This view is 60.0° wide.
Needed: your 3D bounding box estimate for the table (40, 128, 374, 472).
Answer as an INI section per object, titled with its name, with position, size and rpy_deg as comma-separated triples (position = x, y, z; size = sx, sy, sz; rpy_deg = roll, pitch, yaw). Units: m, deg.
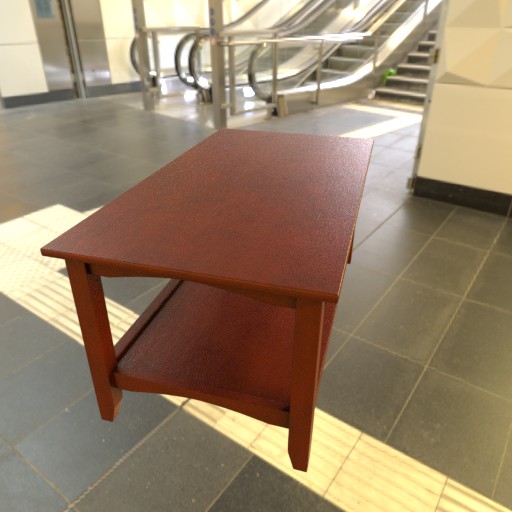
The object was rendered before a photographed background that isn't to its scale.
[table]
position = 0.000, 0.000, 1.232
size = 0.533, 0.456, 0.943
rpy_deg = 8, 30, 14
